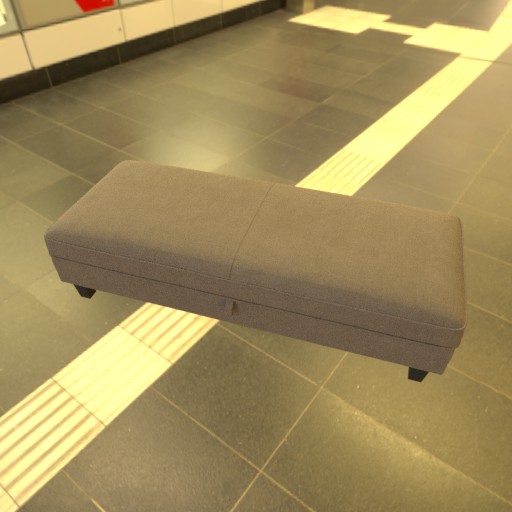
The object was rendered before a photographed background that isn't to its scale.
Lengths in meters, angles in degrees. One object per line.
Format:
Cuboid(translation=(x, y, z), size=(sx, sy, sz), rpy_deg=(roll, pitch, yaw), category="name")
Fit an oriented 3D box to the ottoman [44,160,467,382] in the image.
Cuboid(translation=(0.000, 0.000, 2.071), size=(1.764, 0.470, 0.751), rpy_deg=(12, 43, 13), category="ottoman")
